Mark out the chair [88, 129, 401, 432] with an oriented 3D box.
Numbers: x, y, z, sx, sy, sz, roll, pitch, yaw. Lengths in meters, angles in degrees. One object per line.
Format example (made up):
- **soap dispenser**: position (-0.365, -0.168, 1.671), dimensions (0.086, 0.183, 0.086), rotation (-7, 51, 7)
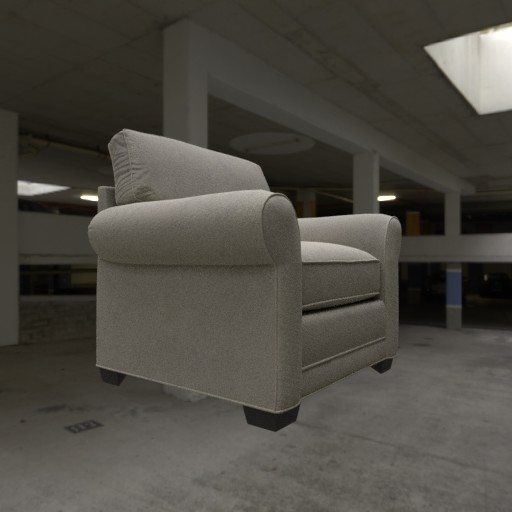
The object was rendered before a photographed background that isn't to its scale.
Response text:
- **chair**: position (0.000, 0.000, 1.936), dimensions (0.939, 1.044, 1.147), rotation (0, 0, 37)
